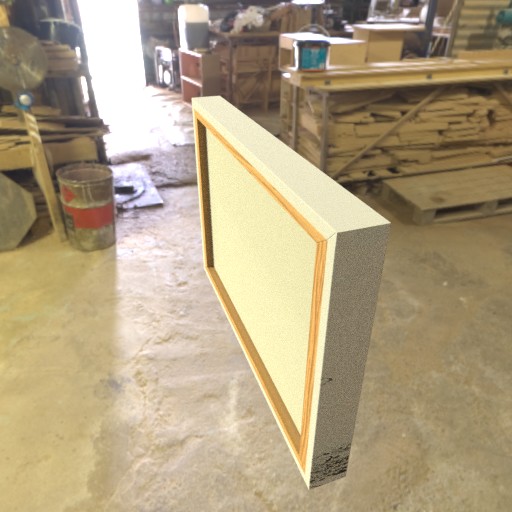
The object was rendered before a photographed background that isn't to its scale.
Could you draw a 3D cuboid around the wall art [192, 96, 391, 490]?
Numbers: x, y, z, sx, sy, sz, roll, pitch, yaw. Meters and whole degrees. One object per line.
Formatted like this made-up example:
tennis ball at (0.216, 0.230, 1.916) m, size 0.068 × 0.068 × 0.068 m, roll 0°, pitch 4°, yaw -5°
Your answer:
wall art at (0.000, 0.000, 0.483) m, size 0.038 × 0.259 × 0.381 m, roll -11°, pitch 33°, yaw -17°
